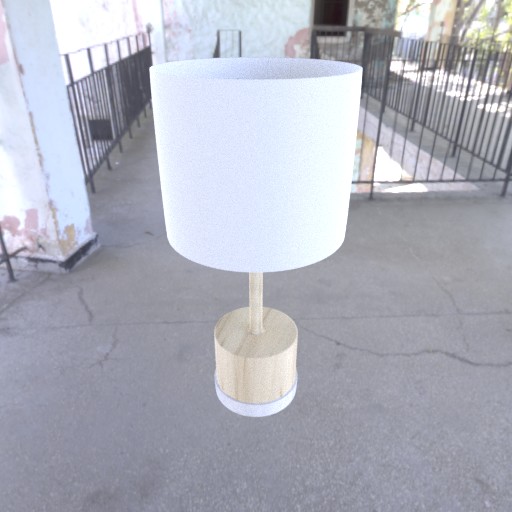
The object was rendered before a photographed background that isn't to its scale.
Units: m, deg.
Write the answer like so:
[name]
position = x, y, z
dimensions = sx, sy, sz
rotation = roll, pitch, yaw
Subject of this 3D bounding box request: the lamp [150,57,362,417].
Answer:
[lamp]
position = 0.000, 0.000, 0.594
dimensions = 0.229, 0.470, 0.229
rotation = 9, 30, 15
